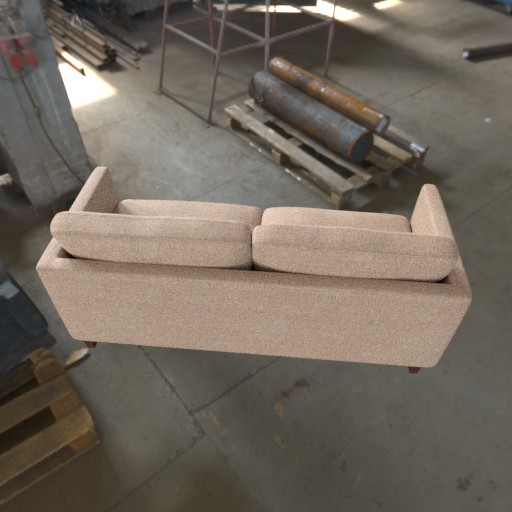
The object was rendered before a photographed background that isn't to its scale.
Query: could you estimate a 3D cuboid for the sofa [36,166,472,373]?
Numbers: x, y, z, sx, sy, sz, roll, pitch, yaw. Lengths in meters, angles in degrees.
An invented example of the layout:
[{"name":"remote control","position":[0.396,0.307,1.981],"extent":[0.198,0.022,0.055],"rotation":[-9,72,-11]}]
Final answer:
[{"name":"sofa","position":[0.000,0.000,2.702],"extent":[2.208,0.965,0.951],"rotation":[4,46,4]}]
